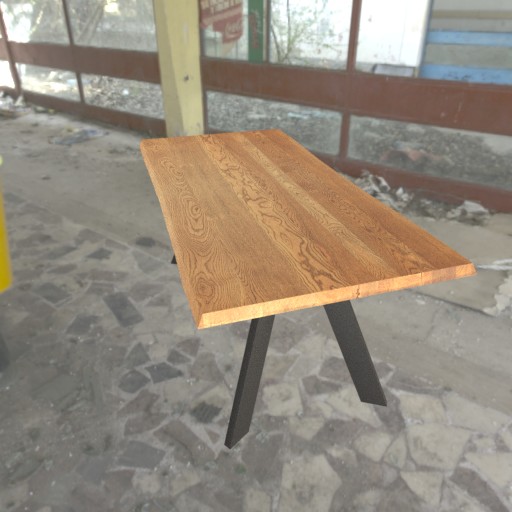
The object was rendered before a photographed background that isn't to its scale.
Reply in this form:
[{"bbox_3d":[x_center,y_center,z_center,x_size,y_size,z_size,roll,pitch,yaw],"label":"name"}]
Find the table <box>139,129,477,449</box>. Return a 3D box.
[{"bbox_3d":[0.000,0.000,2.200,0.900,0.770,1.800,-9,31,-15],"label":"table"}]
